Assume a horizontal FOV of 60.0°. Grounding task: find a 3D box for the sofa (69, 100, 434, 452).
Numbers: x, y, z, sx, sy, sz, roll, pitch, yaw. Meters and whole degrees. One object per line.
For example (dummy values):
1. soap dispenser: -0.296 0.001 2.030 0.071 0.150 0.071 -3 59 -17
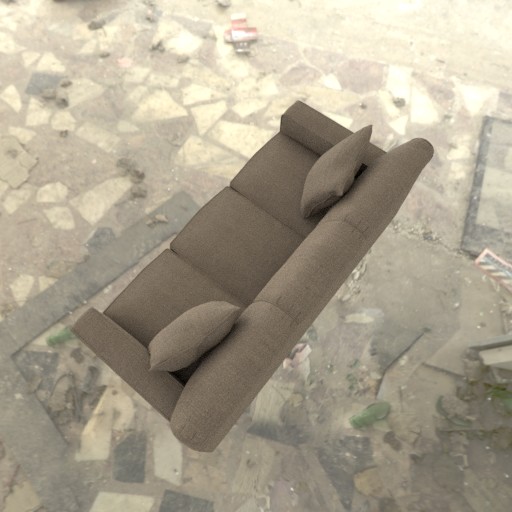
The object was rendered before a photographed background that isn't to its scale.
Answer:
1. sofa: 0.000 0.000 2.655 0.997 0.958 2.024 36 71 15
